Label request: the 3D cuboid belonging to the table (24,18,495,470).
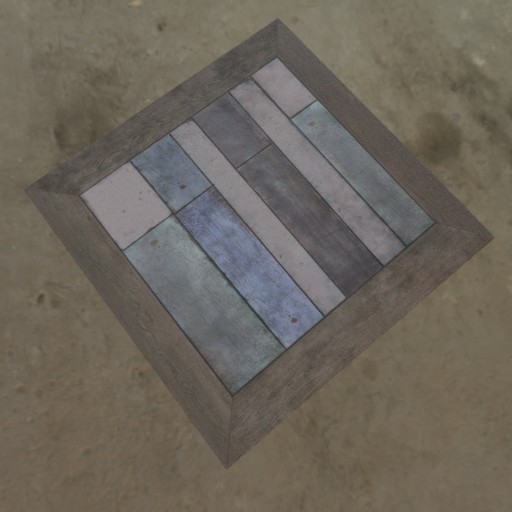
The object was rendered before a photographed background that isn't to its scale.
[{"bbox_3d":[0.000,0.000,1.099,0.610,0.610,0.610,-38,78,-9],"label":"table"}]
